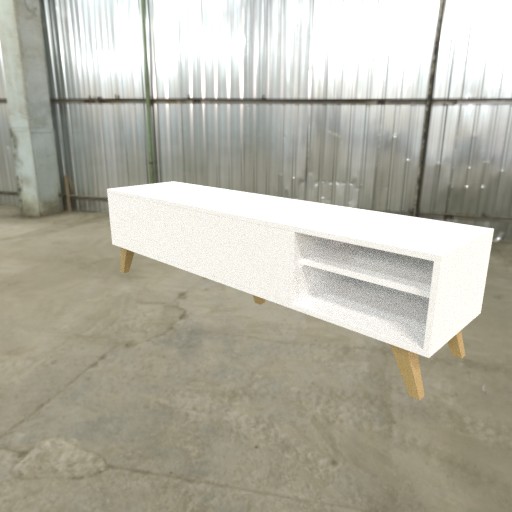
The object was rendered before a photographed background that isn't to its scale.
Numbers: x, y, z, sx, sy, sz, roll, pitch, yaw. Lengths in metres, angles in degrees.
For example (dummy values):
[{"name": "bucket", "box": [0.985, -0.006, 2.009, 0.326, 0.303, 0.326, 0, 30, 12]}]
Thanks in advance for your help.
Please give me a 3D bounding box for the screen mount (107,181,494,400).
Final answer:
[{"name": "screen mount", "box": [0.000, 0.000, 1.831, 1.644, 0.432, 0.399, 15, 23, 41]}]
